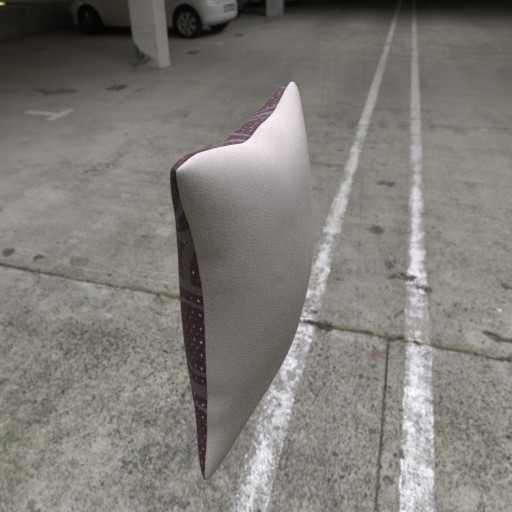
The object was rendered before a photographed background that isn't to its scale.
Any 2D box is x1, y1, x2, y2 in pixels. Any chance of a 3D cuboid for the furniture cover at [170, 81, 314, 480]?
[{"bbox_3d":[0.000,0.000,0.790,0.193,0.509,0.552,8,31,14],"label":"furniture cover"}]
